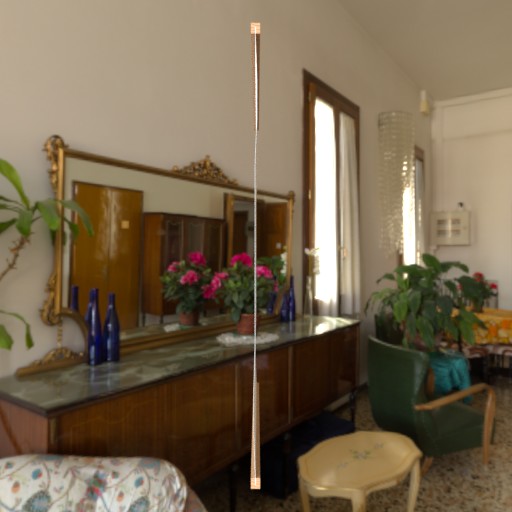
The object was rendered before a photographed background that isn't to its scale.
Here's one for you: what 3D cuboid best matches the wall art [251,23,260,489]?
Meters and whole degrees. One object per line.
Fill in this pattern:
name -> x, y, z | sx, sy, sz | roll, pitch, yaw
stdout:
wall art -> 0.000, 0.000, 1.336 | 0.020, 1.016, 0.739 | 0, 0, 0
